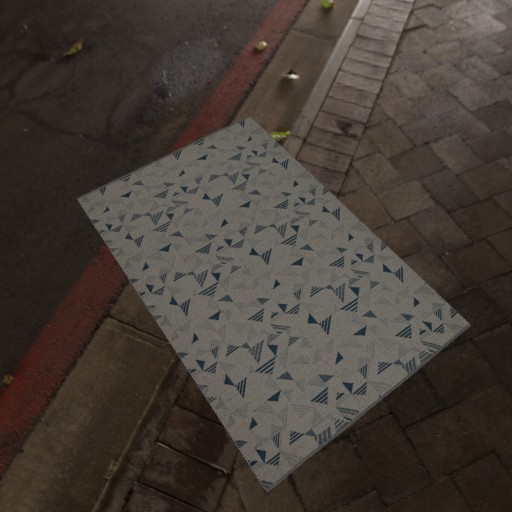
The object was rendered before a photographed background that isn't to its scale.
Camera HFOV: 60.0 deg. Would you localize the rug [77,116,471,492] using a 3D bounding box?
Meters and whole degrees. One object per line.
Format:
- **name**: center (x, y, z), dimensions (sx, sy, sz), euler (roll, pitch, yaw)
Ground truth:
- **rug**: center (0.000, 0.000, 2.317), dimensions (1.206, 0.003, 1.835), euler (-31, 62, -18)
